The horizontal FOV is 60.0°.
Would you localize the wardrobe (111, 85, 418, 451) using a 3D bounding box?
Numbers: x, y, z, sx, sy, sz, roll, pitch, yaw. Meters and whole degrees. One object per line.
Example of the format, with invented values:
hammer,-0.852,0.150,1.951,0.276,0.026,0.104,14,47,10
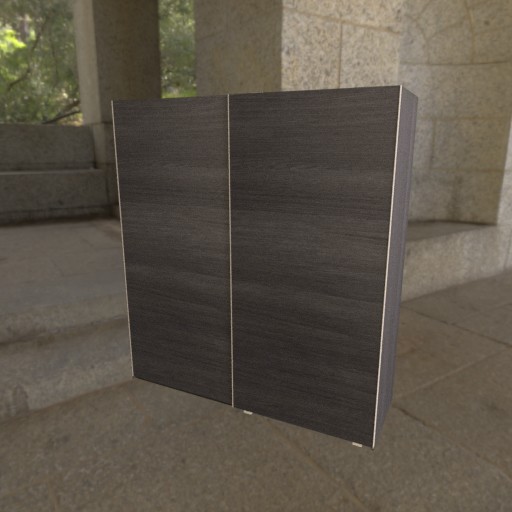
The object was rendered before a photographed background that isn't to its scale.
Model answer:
wardrobe,0.000,0.000,2.908,1.780,1.960,0.629,7,16,25
